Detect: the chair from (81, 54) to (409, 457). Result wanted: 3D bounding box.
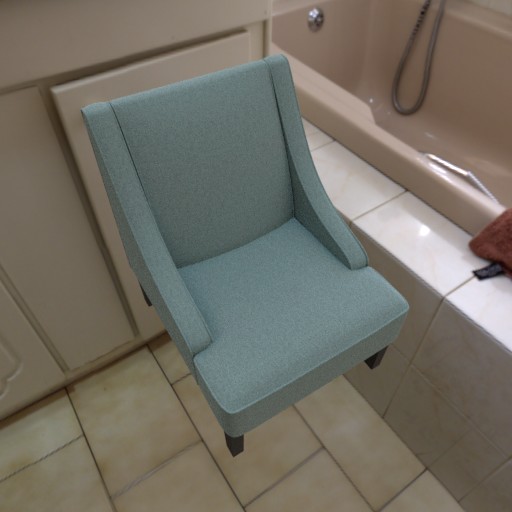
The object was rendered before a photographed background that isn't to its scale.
[{"bbox_3d":[0.000,0.000,1.839,0.857,1.133,1.025,-25,52,-21],"label":"chair"}]
